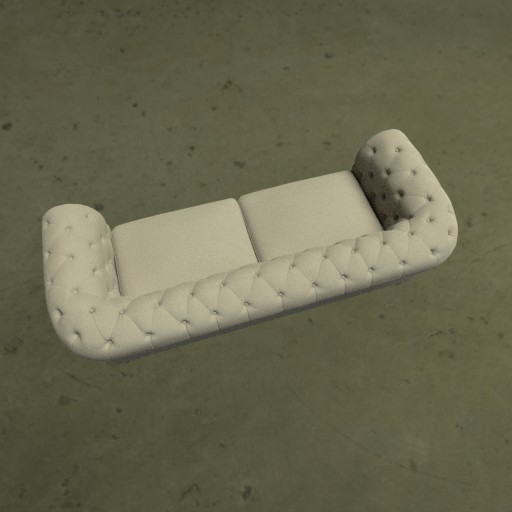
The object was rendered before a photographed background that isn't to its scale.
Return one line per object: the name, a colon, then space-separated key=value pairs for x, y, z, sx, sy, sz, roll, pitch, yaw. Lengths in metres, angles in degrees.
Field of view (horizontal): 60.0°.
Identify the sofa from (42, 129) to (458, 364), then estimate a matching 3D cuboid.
sofa: x=0.000 y=0.000 z=2.808 sx=2.411 sy=0.749 sz=0.991 roll=-15 pitch=60 yaw=-9
